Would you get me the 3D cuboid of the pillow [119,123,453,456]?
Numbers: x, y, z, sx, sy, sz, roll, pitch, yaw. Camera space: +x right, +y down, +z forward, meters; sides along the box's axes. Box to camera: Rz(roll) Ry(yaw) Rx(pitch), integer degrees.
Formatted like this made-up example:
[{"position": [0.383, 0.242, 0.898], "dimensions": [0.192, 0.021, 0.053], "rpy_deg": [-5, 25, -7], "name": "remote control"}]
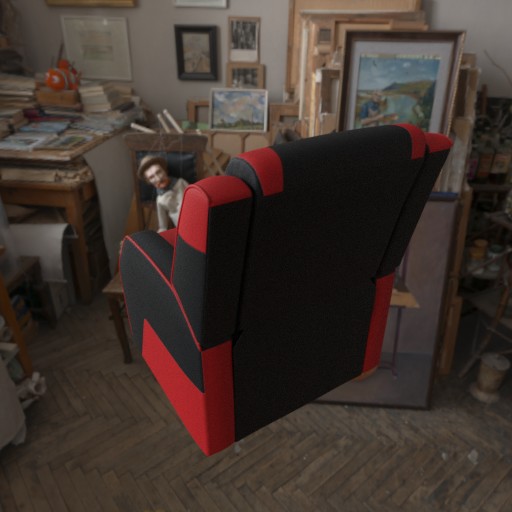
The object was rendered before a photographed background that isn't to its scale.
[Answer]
[{"position": [0.000, 0.000, 1.246], "dimensions": [0.620, 0.805, 0.672], "rpy_deg": [-18, 34, -28], "name": "pillow"}]
